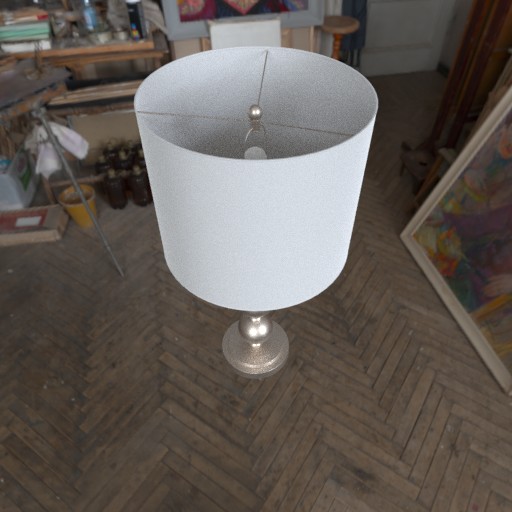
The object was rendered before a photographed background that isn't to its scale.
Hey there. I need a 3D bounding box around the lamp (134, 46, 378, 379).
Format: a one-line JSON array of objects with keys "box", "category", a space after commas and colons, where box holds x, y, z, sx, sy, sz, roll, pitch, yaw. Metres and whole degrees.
[{"box": [0.000, 0.000, 0.700, 0.277, 0.538, 0.277, 31, 54, 27], "category": "lamp"}]
